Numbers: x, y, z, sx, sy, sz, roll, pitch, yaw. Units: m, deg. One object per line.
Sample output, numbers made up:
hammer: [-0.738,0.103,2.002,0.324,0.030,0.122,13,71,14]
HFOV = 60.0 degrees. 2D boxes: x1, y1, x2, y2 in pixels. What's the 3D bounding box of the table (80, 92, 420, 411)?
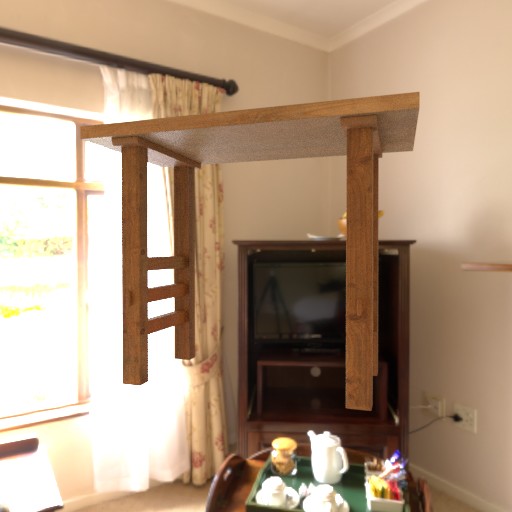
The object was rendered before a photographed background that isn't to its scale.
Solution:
table: [0.000,0.000,1.656,1.119,0.914,0.556,0,1,18]
